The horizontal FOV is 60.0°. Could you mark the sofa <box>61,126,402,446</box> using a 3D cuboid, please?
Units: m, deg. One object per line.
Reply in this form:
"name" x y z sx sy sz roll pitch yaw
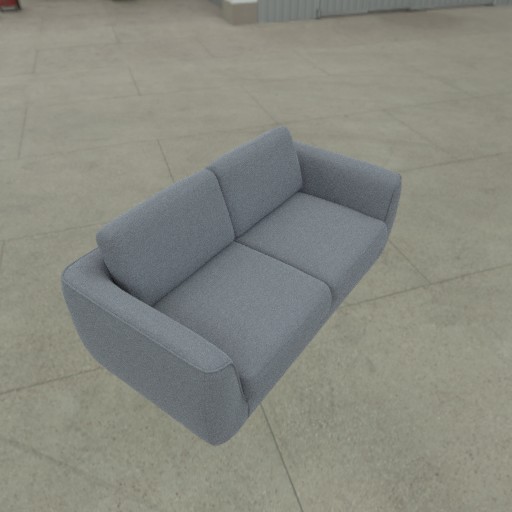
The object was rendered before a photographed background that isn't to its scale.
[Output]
"sofa" 0.000 0.000 2.248 0.920 0.850 1.700 24 45 27
